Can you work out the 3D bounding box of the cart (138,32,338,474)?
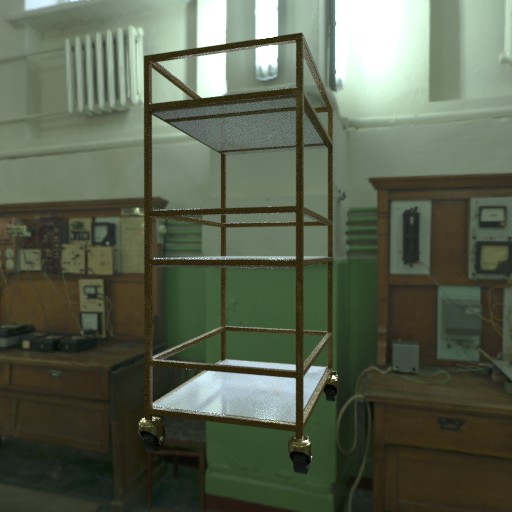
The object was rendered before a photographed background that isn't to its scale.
[{"bbox_3d":[0.000,0.000,1.014,0.332,0.761,0.483,0,1,17],"label":"cart"}]
